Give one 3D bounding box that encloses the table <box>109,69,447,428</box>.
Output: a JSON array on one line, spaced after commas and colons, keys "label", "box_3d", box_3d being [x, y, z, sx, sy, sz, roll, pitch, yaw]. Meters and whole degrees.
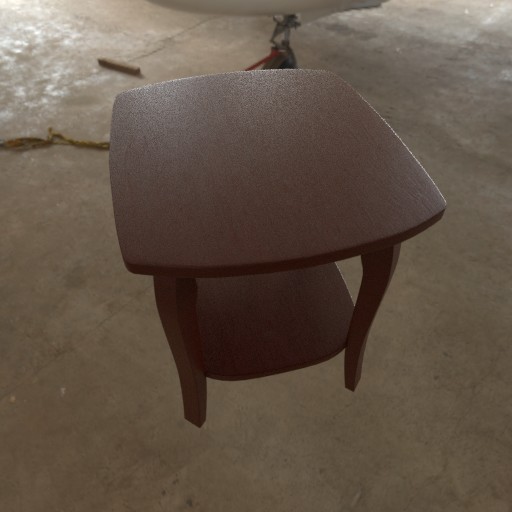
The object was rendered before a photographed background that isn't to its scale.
[{"label": "table", "box_3d": [0.000, 0.000, 0.846, 0.433, 0.496, 0.502, -10, 47, -9]}]
